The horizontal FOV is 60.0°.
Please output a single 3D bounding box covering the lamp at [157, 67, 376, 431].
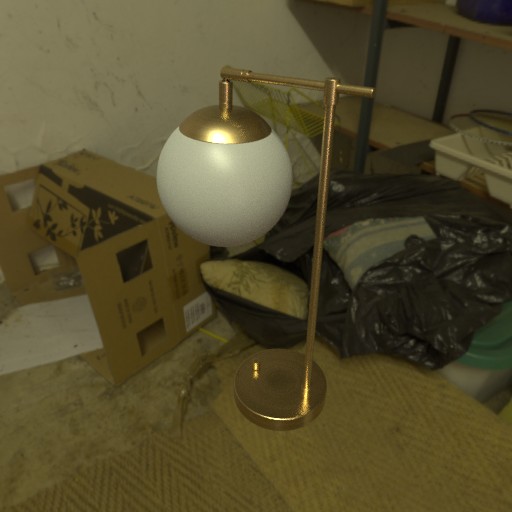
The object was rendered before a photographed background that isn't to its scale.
[{"bbox_3d":[0.000,0.000,0.711,0.324,0.559,0.207,21,37,31],"label":"lamp"}]
